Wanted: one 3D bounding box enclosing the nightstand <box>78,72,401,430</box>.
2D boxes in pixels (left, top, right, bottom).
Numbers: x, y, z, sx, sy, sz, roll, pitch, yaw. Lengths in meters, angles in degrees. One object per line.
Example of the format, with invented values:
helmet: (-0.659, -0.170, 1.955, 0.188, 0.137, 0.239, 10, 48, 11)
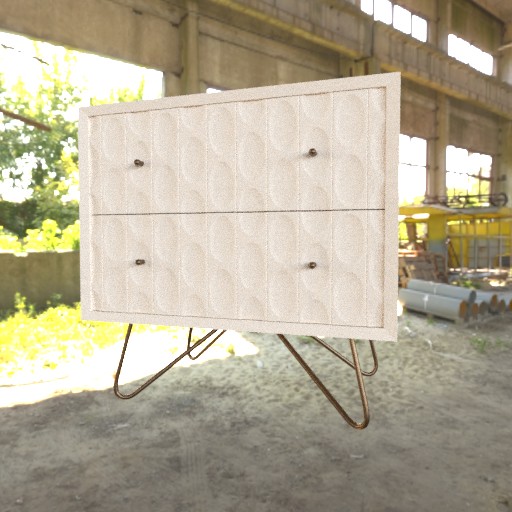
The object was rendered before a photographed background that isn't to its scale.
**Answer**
nightstand: (0.000, 0.000, 1.005, 0.614, 0.604, 0.447, 1, 2, 18)
